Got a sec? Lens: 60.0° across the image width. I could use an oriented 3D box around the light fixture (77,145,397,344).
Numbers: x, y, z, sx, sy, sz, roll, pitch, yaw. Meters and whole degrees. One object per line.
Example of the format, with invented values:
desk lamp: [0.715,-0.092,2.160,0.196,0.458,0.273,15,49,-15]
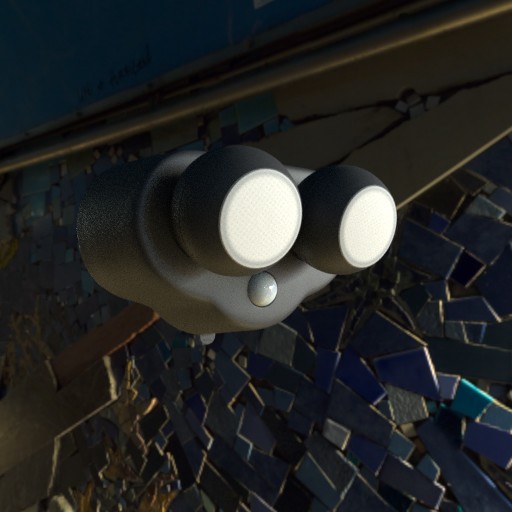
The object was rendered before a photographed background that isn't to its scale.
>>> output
light fixture: [0.000,0.000,0.345,0.229,0.159,0.159,1,-1,-36]
